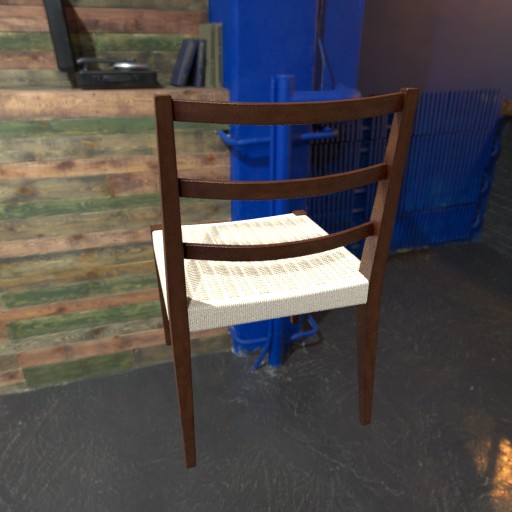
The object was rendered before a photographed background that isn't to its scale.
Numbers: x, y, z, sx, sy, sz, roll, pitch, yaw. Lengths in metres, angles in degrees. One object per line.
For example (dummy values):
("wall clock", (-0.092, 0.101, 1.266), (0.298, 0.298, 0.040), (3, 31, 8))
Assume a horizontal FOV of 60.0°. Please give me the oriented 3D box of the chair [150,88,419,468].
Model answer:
("chair", (0.000, 0.000, 1.113), (0.480, 0.813, 0.551), (-7, 26, -15))
